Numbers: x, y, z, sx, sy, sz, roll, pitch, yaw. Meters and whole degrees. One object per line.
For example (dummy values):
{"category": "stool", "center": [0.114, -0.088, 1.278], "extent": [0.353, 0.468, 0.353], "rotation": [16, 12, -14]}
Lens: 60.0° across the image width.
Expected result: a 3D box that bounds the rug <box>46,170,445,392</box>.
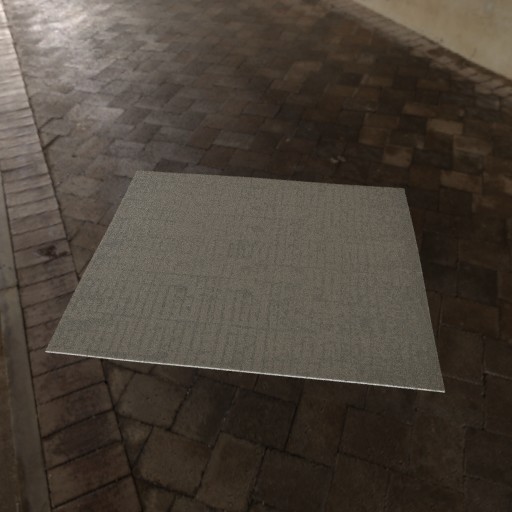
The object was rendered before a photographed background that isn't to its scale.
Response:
{"category": "rug", "center": [0.000, 0.000, 4.192], "extent": [3.061, 0.014, 2.447], "rotation": [5, 46, 4]}
